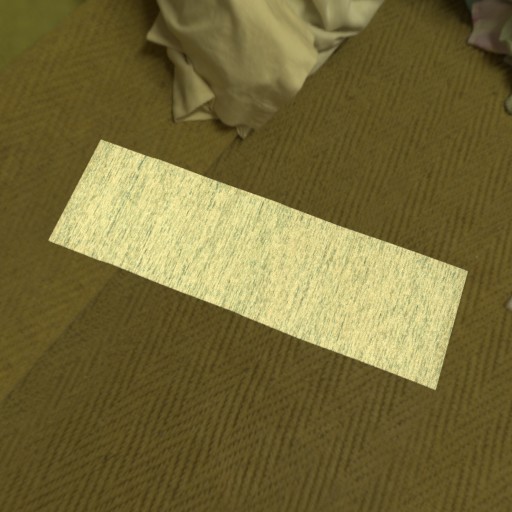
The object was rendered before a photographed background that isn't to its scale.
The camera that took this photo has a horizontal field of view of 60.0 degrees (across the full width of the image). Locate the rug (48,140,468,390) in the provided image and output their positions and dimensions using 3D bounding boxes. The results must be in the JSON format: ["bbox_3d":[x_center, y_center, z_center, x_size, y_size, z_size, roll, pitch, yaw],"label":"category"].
[{"bbox_3d":[0.000,0.000,2.519,2.290,0.014,0.700,20,77,5],"label":"rug"}]
